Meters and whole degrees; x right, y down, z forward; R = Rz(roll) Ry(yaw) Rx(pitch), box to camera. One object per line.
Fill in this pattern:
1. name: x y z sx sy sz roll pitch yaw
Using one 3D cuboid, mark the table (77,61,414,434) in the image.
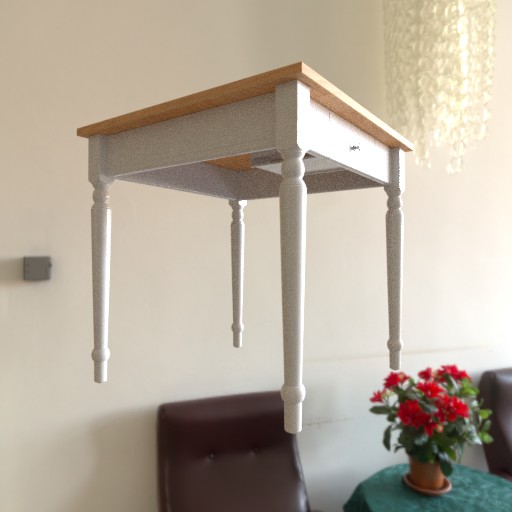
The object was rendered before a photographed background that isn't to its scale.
1. table: 0.000 0.000 1.369 0.747 0.738 0.747 -1 -1 35
